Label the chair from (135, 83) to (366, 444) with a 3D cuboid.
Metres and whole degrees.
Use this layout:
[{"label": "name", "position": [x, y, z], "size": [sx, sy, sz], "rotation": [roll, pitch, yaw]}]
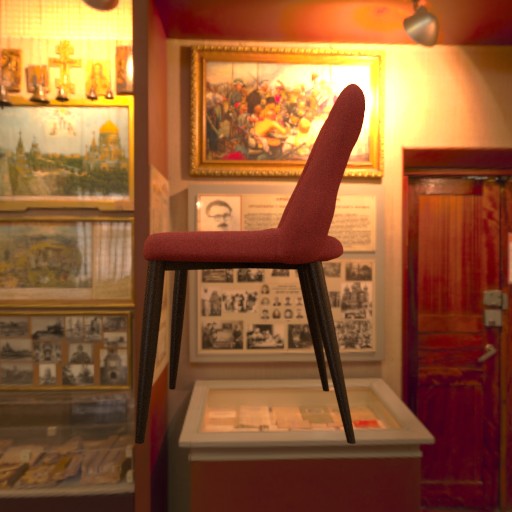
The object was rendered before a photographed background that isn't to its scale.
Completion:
[{"label": "chair", "position": [0.000, 0.000, 1.248], "size": [0.569, 0.892, 0.483], "rotation": [0, 0, 0]}]
